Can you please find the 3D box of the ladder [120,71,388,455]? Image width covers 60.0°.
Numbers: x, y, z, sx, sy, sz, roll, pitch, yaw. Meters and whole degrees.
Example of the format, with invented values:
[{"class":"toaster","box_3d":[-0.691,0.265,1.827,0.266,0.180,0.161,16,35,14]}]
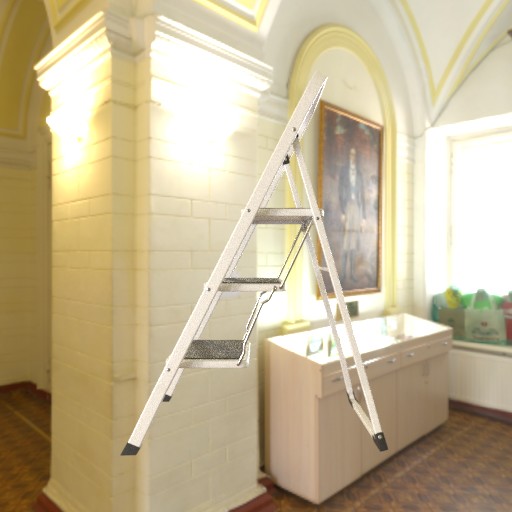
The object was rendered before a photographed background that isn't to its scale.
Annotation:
[{"class":"ladder","box_3d":[0.000,0.000,1.393,0.711,1.050,0.460,0,0,0]}]
